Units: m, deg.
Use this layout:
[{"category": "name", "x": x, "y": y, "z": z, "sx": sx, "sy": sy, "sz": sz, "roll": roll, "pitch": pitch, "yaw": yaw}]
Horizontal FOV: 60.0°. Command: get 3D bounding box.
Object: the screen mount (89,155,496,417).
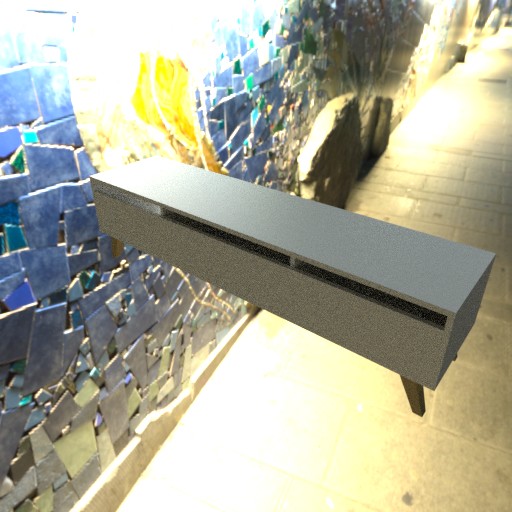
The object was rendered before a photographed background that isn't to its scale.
[{"category": "screen mount", "x": 0.000, "y": 0.000, "z": 1.831, "sx": 1.644, "sy": 0.432, "sz": 0.399, "roll": 22, "pitch": 37, "yaw": 33}]
